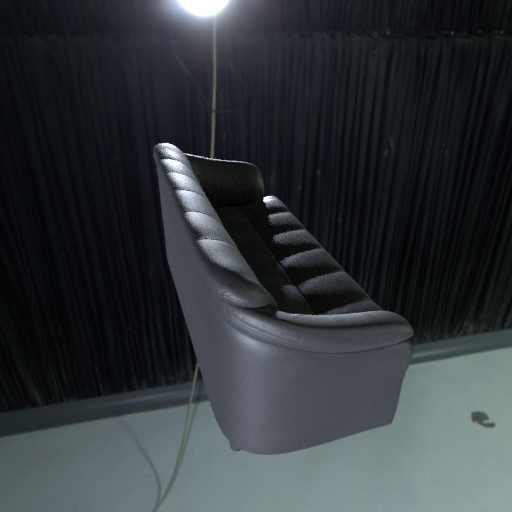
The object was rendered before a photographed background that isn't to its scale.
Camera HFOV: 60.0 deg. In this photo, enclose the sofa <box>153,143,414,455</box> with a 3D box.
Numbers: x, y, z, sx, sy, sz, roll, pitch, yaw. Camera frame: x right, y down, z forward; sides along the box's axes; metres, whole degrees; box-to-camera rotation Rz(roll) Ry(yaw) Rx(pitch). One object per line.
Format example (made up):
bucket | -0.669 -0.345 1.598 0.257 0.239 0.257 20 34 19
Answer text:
sofa | 0.000 0.000 2.226 0.800 0.811 1.829 -9 32 -15
